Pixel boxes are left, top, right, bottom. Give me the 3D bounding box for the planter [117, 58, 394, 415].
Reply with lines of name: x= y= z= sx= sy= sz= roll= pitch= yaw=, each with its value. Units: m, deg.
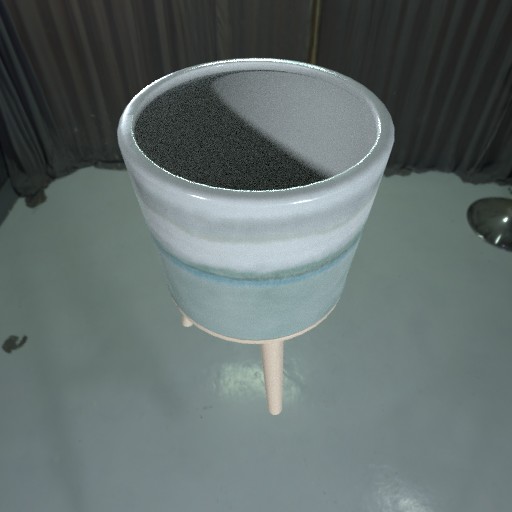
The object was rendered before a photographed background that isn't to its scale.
planter: x=0.000 y=0.000 z=0.577 sx=0.265 sy=0.404 sz=0.265 roll=0 pitch=47 yaw=0
